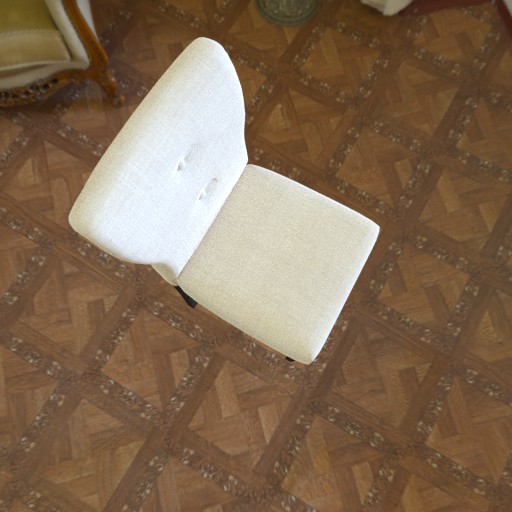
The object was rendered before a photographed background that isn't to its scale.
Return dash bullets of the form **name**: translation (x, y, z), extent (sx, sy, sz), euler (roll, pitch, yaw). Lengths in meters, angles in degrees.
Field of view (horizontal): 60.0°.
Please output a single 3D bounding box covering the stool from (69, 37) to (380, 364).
- **stool**: translation (0.000, 0.000, 1.411), extent (0.603, 1.124, 0.516), euler (28, 77, 7)
